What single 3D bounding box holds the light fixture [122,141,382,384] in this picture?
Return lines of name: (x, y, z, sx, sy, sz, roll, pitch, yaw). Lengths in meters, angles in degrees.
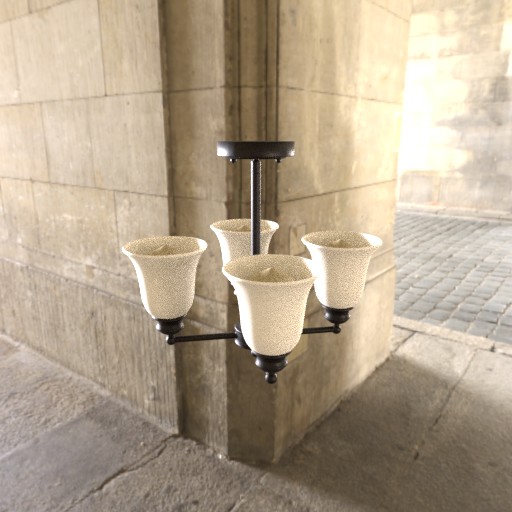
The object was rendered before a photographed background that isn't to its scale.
light fixture: (0.000, 0.000, 1.847, 1.069, 0.925, 1.069, -2, 15, -8)
